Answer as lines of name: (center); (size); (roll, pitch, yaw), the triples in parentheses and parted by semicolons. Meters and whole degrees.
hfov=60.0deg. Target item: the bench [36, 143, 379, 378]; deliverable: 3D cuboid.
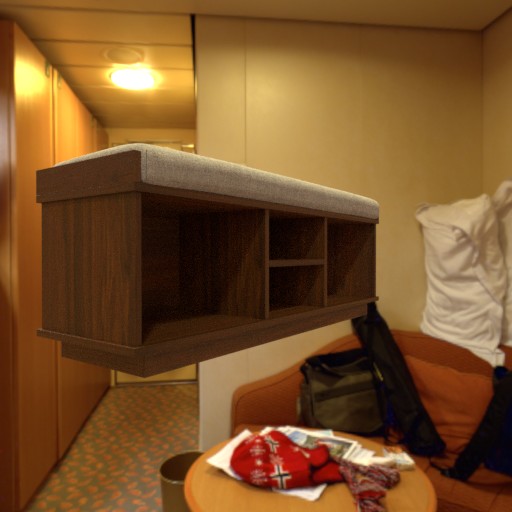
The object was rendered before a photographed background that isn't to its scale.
bench: (0.000, 0.000, 1.387); (0.367, 0.468, 1.196); (0, 1, 37)
